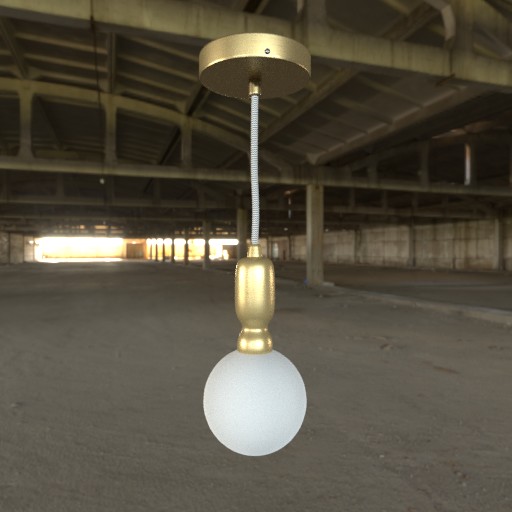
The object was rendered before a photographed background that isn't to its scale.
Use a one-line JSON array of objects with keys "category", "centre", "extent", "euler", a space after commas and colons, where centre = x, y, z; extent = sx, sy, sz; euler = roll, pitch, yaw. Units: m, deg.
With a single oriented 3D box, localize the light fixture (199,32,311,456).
[{"category": "light fixture", "centre": [0.000, 0.000, 0.577], "extent": [0.146, 0.510, 0.147], "euler": [0, 1, -19]}]
